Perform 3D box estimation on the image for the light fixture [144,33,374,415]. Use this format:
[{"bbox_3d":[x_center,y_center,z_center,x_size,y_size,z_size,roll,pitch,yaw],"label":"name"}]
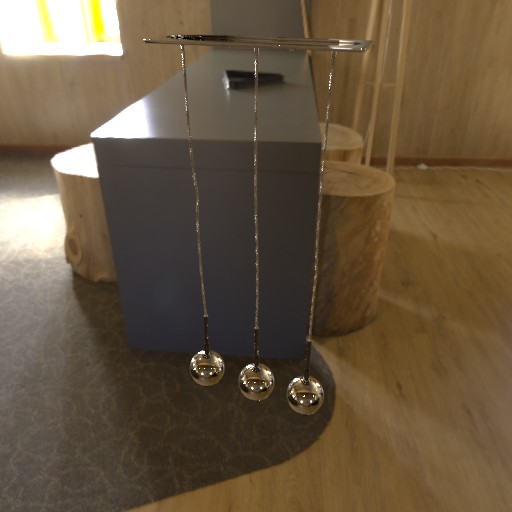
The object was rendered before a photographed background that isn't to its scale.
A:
[{"bbox_3d":[0.000,0.000,1.598,0.623,1.408,0.188,11,33,16],"label":"light fixture"}]
